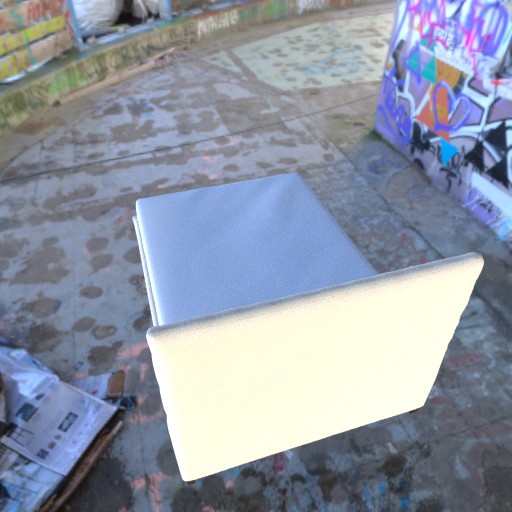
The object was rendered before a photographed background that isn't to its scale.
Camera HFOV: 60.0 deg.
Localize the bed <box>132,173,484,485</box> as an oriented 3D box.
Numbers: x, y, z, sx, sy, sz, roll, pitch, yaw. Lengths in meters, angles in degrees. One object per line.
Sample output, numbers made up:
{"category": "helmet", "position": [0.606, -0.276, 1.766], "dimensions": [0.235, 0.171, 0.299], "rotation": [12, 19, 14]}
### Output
{"category": "bed", "position": [0.000, 0.000, 3.320], "dimensions": [1.698, 1.427, 2.387], "rotation": [-12, 42, -13]}
